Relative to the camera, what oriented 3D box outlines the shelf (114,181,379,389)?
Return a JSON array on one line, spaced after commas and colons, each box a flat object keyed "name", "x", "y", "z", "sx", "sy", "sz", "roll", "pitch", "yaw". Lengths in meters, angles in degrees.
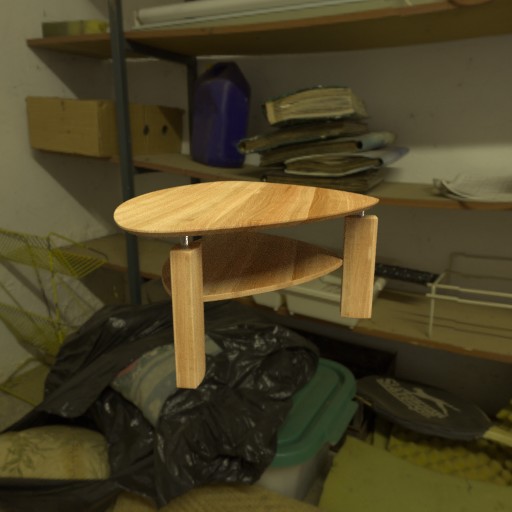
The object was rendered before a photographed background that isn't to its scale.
[{"name": "shelf", "x": 0.000, "y": 0.000, "z": 1.655, "sx": 0.863, "sy": 0.439, "sz": 1.240, "roll": 2, "pitch": 15, "yaw": 7}]
